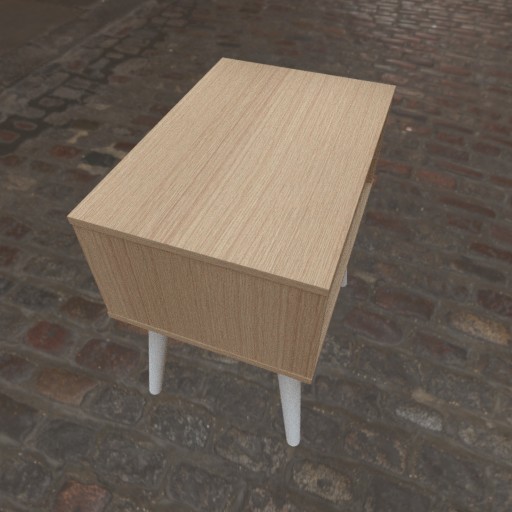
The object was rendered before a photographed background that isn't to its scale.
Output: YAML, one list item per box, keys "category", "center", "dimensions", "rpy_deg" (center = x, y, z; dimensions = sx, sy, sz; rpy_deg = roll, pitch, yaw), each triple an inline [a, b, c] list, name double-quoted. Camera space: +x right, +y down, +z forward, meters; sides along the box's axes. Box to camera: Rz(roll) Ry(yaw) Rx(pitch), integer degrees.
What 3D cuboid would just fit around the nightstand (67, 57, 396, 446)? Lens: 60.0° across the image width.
- category: "nightstand"
  center: [0.000, 0.000, 1.006]
  dimensions: [0.407, 0.610, 0.571]
  rpy_deg: [15, 49, 14]
